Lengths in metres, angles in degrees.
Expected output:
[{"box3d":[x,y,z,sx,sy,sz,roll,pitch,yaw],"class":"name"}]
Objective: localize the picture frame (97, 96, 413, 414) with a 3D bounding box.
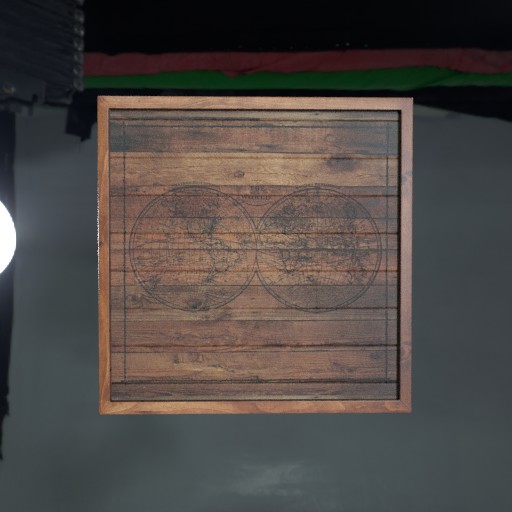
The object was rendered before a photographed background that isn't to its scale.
[{"box3d":[0.000,0.000,1.156,0.810,0.817,0.029,0,1,-1],"class":"picture frame"}]
